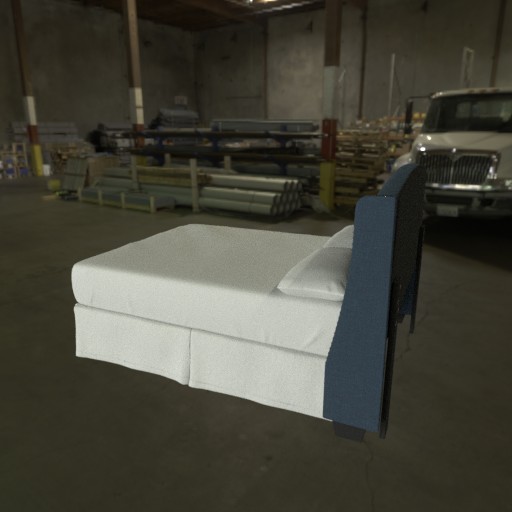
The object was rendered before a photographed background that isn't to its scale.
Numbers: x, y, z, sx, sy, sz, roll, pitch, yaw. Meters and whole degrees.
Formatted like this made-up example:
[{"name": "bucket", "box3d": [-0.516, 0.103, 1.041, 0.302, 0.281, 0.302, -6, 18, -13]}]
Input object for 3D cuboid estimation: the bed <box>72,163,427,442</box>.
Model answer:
[{"name": "bed", "box3d": [0.000, 0.000, 3.329, 2.237, 1.407, 1.710, 7, 17, 24]}]
